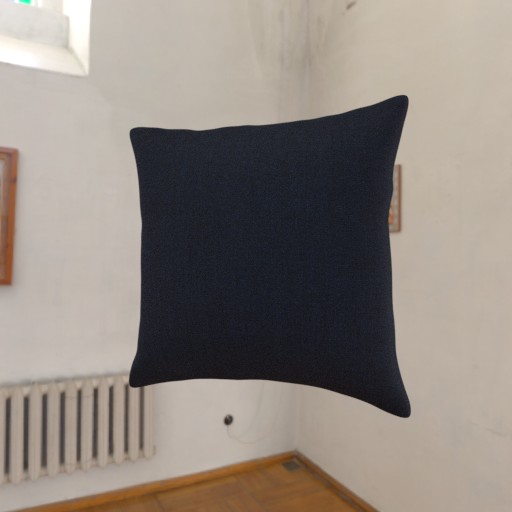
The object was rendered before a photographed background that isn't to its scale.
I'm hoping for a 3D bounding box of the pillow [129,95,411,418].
[{"bbox_3d":[0.000,0.000,0.654,0.431,0.431,0.141,0,0,18],"label":"pillow"}]
